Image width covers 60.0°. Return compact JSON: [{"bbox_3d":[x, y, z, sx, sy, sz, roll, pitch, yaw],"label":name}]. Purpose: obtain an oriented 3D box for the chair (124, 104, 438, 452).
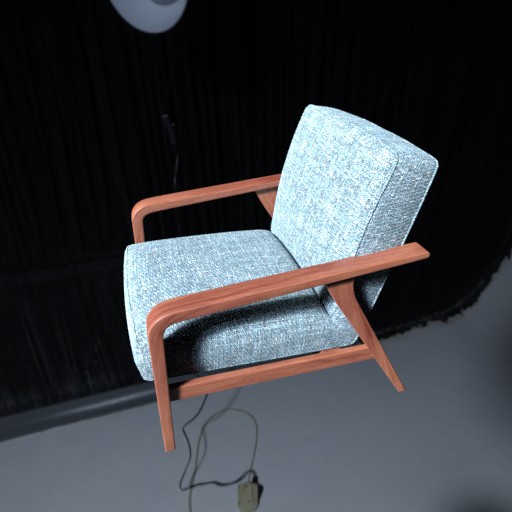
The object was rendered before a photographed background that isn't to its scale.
[{"bbox_3d":[0.000,0.000,1.502,0.889,0.864,0.719,-9,32,-14],"label":"chair"}]
